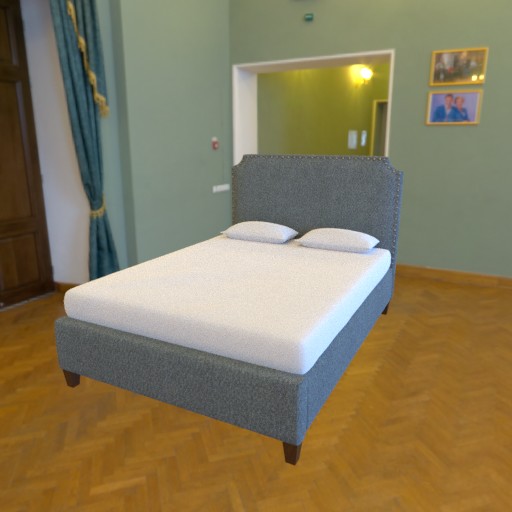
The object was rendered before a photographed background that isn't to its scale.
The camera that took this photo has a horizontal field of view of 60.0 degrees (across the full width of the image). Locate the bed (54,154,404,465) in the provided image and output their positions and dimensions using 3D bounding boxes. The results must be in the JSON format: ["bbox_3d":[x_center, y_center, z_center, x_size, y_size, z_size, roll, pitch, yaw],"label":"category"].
[{"bbox_3d":[0.000,0.000,3.384,1.712,1.443,2.372,7,16,26],"label":"bed"}]
